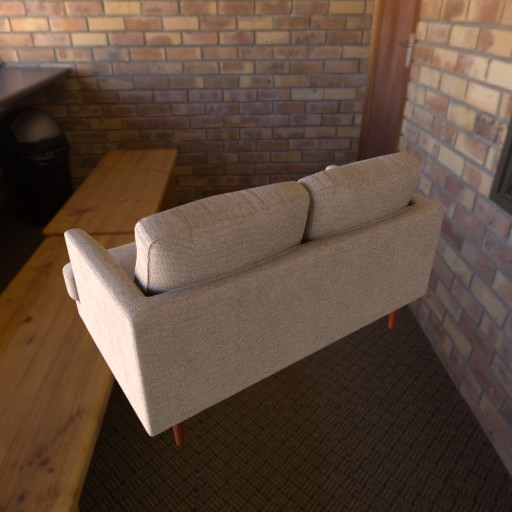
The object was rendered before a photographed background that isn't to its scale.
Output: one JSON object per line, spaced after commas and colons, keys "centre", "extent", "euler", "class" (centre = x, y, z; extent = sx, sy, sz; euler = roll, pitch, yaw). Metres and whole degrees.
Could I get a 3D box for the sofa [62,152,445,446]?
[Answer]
{"centre": [0.000, 0.000, 2.114], "extent": [1.582, 0.944, 0.903], "euler": [-19, 35, -30], "class": "sofa"}
